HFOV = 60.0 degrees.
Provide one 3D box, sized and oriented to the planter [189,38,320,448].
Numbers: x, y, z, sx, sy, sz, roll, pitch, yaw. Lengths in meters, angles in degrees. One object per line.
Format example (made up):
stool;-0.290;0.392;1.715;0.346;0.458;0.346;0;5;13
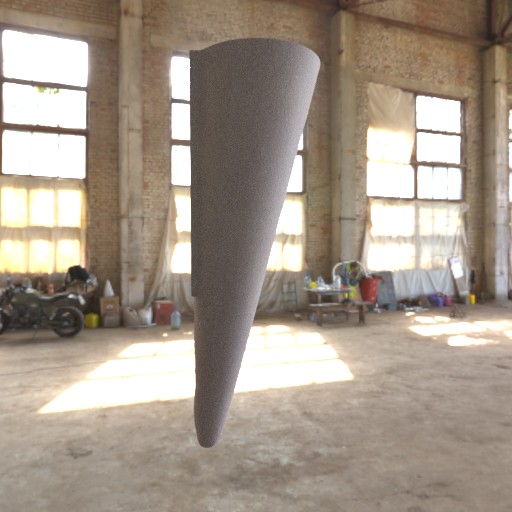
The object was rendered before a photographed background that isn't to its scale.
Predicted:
planter;0.000;0.000;0.301;0.087;0.259;0.078;0;0;-1
